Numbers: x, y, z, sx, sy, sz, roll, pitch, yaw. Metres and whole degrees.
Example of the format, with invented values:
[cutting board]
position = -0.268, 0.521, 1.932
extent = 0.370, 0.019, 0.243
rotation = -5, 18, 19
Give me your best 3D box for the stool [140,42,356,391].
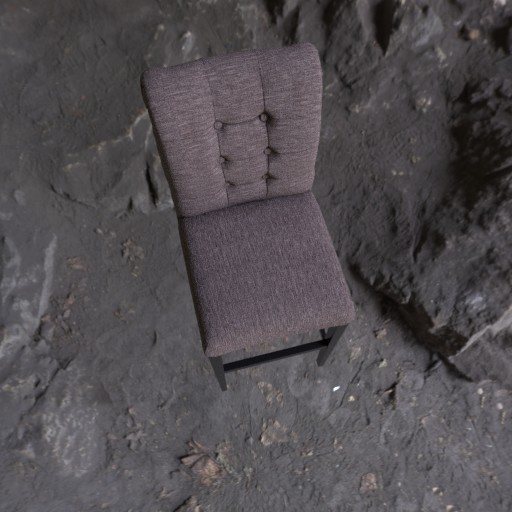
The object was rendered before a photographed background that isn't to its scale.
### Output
[stool]
position = 0.000, 0.000, 1.454
extent = 0.452, 1.131, 0.613
rotation = -13, 64, -6
